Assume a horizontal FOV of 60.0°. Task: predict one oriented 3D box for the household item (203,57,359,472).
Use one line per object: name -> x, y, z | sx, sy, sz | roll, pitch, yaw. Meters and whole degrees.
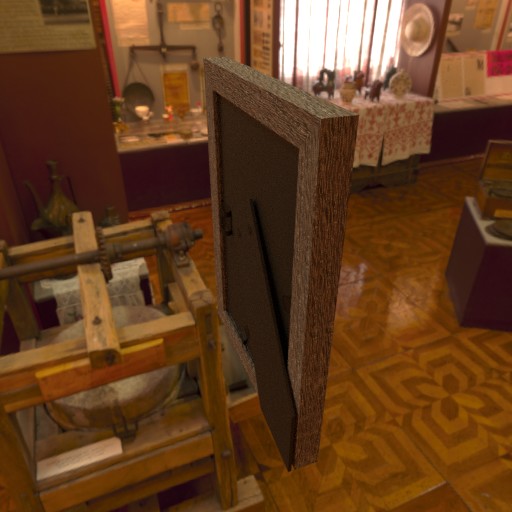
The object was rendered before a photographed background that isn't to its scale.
household item -> 0.000, 0.000, 0.279 | 0.020, 0.210, 0.160 | -11, 33, -18
